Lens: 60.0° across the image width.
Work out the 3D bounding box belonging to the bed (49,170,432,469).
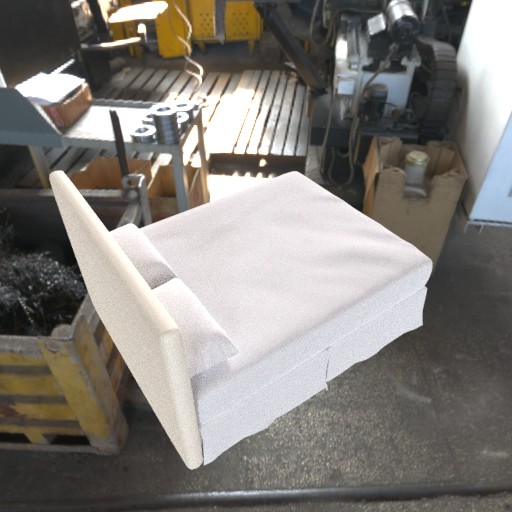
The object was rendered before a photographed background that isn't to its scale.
[{"bbox_3d":[0.000,0.000,3.206,2.142,1.330,1.713,-25,47,-26],"label":"bed"}]
